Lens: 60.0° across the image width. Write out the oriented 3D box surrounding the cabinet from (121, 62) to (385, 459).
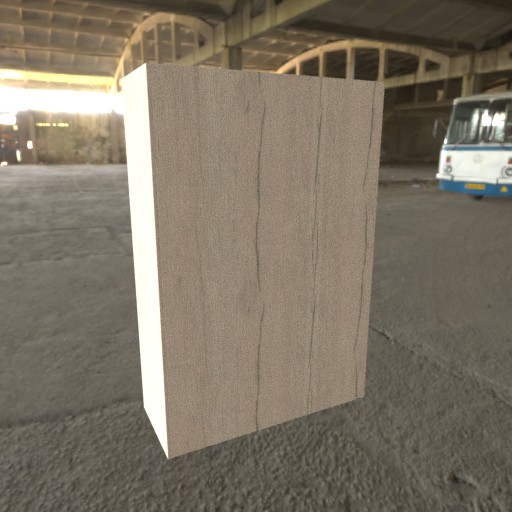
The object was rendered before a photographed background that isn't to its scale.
[{"bbox_3d":[0.000,0.000,2.789,1.400,2.070,0.580,-7,16,-26],"label":"cabinet"}]
